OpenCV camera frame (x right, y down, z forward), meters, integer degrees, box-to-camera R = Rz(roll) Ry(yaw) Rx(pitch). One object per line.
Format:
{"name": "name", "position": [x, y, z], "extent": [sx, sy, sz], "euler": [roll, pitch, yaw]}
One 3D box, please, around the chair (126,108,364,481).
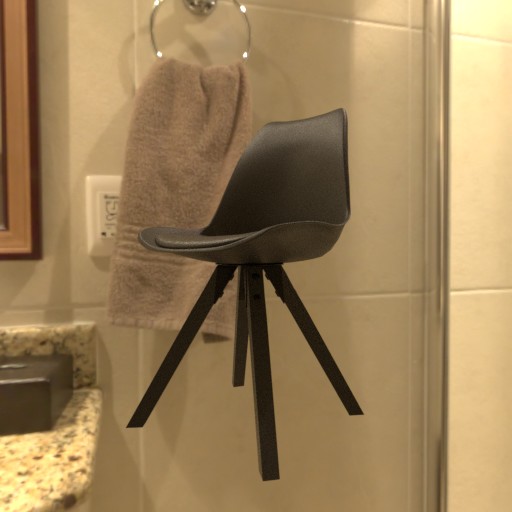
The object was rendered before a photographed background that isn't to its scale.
{"name": "chair", "position": [0.000, 0.000, 1.157], "extent": [0.485, 0.850, 0.550], "euler": [1, 2, 37]}
